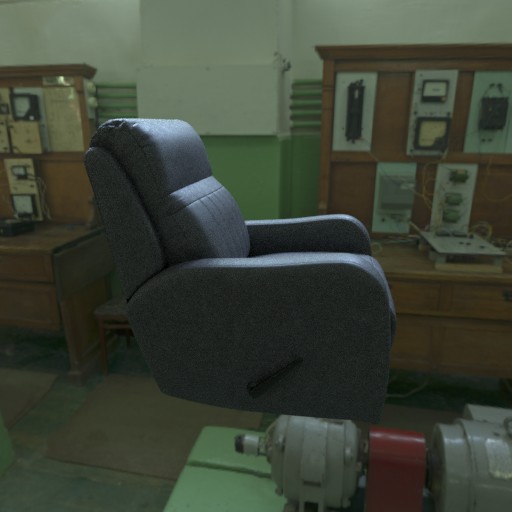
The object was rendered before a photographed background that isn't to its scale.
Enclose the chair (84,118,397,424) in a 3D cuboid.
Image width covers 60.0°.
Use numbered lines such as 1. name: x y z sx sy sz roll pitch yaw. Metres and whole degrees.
1. chair: 0.000 0.000 1.794 1.067 1.067 0.865 3 16 9
